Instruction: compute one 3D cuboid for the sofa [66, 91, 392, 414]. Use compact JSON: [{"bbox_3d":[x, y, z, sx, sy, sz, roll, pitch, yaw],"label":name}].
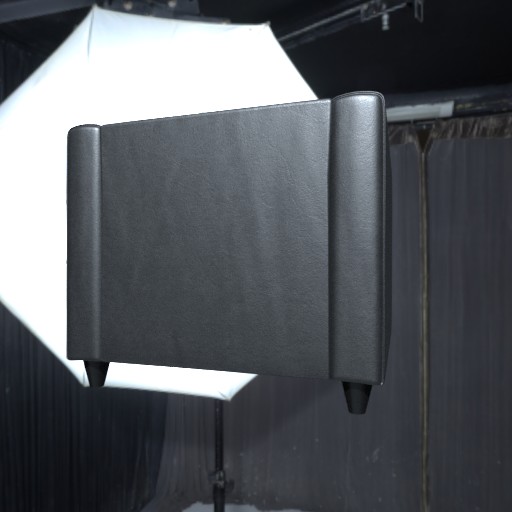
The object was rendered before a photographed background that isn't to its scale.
[{"bbox_3d":[0.000,0.000,1.442,0.839,0.724,0.809,0,-1,18],"label":"sofa"}]
